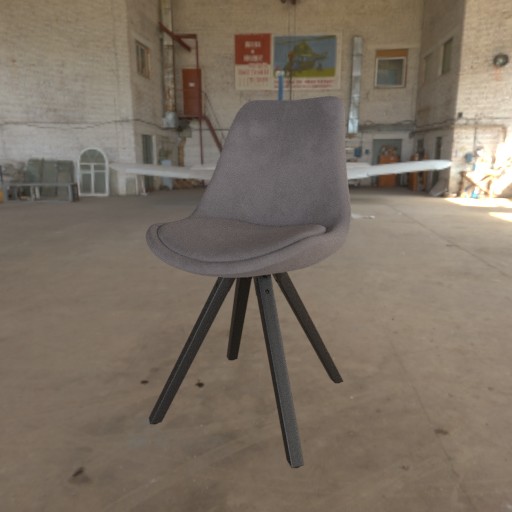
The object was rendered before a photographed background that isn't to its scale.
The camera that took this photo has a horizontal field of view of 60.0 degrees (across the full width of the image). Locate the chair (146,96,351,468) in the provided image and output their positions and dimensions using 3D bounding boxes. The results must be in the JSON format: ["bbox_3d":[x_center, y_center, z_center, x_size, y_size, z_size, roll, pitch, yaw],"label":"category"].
[{"bbox_3d":[0.000,0.000,1.181,0.476,0.850,0.550,6,14,24],"label":"chair"}]
